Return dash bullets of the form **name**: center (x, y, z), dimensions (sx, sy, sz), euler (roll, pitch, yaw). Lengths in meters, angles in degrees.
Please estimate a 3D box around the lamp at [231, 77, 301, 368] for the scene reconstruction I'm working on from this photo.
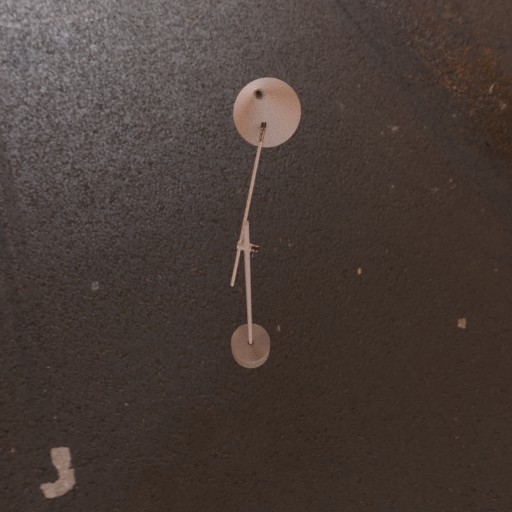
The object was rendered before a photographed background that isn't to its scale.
- **lamp**: center (0.000, 0.000, 1.619), dimensions (0.223, 1.430, 0.508), euler (14, 65, 7)
